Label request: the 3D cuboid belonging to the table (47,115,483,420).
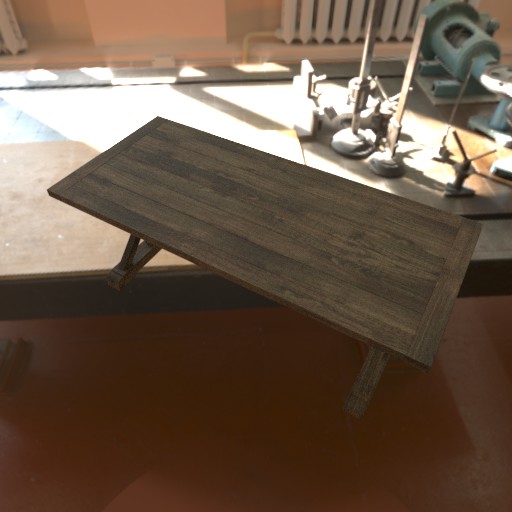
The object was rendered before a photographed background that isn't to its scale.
[{"bbox_3d":[0.000,0.000,2.506,2.031,0.733,0.907,23,51,21],"label":"table"}]
